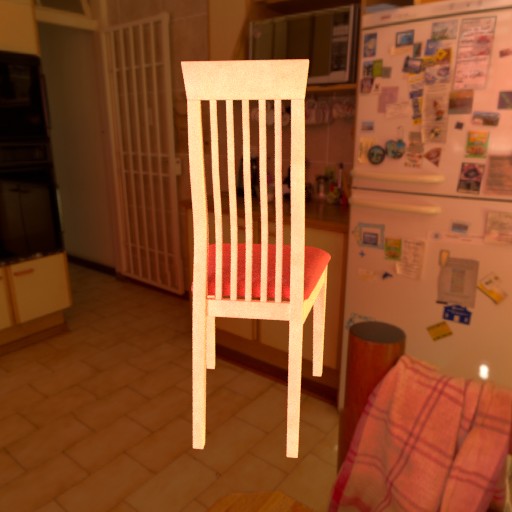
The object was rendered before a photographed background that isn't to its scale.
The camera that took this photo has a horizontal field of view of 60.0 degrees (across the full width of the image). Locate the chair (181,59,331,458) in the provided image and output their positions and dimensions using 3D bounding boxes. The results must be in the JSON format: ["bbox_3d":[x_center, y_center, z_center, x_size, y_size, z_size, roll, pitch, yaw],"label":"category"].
[{"bbox_3d":[0.000,0.000,1.326,0.460,1.027,0.474,2,17,7],"label":"chair"}]
